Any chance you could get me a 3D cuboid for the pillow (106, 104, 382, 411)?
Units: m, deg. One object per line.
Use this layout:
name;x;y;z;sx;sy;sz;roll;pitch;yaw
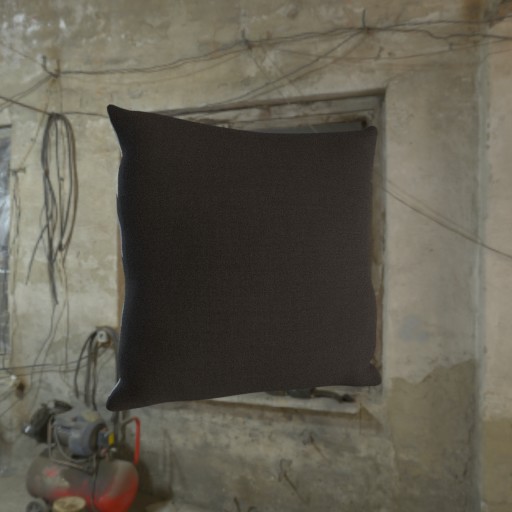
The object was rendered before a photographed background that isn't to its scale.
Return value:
pillow;0.000;0.000;0.783;0.503;0.496;0.208;0;0;-17
